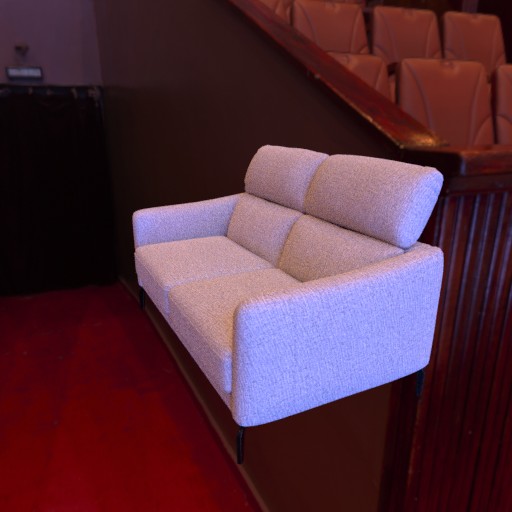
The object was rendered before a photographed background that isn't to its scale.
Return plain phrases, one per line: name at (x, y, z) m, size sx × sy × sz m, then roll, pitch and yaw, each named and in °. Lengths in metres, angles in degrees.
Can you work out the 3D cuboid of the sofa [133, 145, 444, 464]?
sofa at (0.000, 0.000, 2.130) m, size 0.905 × 0.950 × 1.540 m, roll -9°, pitch 20°, yaw -26°
